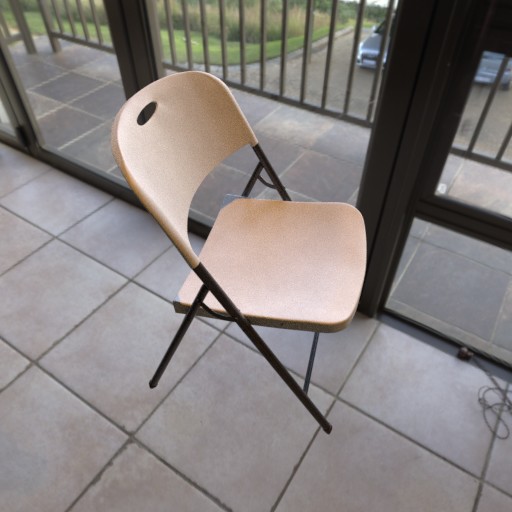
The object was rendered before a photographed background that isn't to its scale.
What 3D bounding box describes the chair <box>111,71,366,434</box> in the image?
[{"bbox_3d":[0.000,0.000,1.171,0.566,0.810,0.494,11,47,10],"label":"chair"}]
